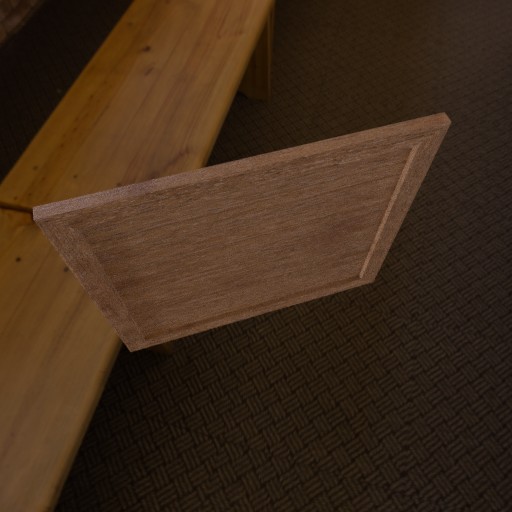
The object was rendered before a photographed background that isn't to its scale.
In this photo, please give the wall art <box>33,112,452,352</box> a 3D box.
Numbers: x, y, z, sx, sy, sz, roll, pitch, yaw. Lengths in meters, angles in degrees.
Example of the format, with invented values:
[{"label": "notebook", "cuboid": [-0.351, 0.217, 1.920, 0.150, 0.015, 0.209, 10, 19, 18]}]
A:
[{"label": "wall art", "cuboid": [0.000, 0.000, 0.960, 0.690, 0.588, 0.026, -15, 60, -9]}]
